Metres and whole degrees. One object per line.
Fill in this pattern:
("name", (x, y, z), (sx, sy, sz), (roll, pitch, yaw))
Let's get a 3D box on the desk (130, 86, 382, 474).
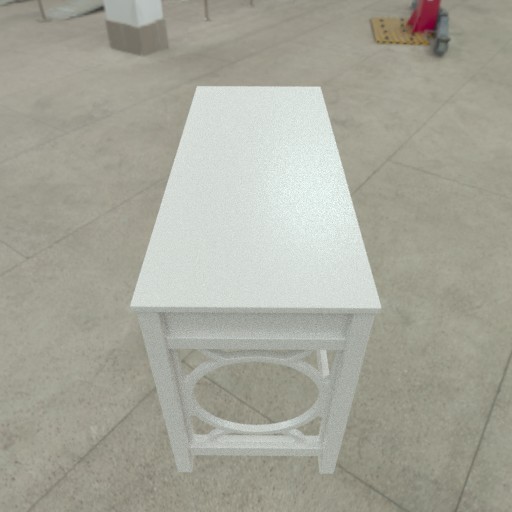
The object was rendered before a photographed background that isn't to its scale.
("desk", (0.000, 0.000, 1.567), (0.504, 0.762, 1.191), (0, 41, 0))
